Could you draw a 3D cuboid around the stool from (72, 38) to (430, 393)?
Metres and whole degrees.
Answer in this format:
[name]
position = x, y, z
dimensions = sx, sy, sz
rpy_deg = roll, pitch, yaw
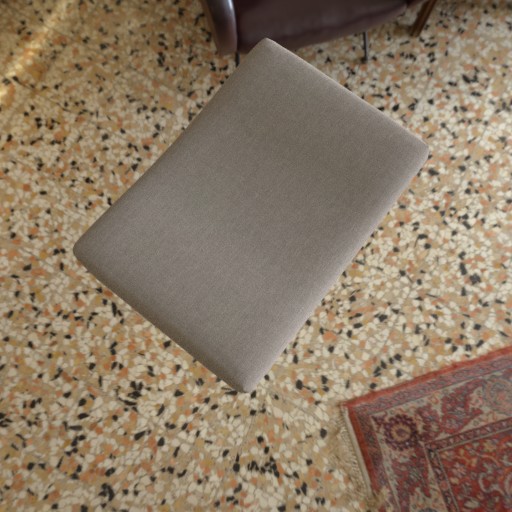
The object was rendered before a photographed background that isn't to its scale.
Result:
[stool]
position = 0.000, 0.000, 1.021
dimensions = 0.356, 0.762, 0.508
rpy_deg = 37, 79, 9
